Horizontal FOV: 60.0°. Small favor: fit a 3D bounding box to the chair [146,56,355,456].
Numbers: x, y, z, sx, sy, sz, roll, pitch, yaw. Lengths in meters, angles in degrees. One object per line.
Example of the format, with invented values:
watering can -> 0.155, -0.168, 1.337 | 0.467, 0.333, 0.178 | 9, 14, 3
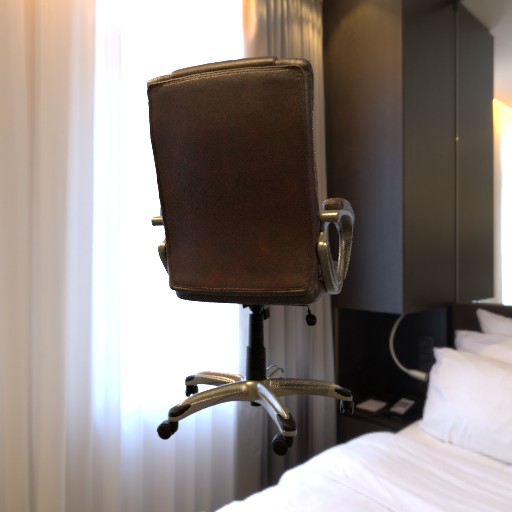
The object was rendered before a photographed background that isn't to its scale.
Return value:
chair -> 0.000, 0.000, 1.568 | 0.656, 1.128, 0.692 | 0, 0, 17
